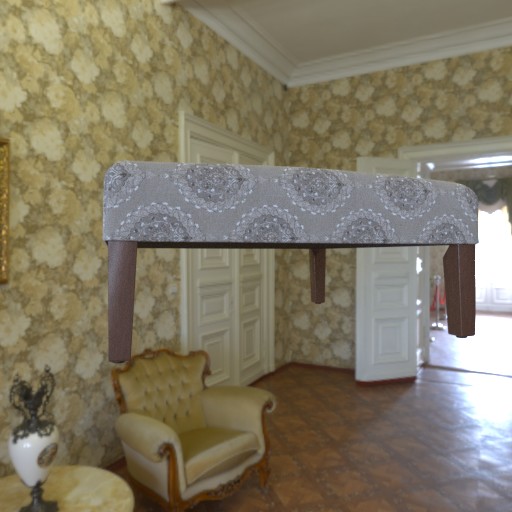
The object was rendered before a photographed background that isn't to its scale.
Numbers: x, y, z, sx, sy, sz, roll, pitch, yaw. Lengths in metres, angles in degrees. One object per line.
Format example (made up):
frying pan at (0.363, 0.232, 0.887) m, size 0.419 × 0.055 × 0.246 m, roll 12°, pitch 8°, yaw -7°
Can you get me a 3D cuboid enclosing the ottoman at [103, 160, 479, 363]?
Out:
ottoman at (0.000, 0.000, 1.382) m, size 0.890 × 0.411 × 0.889 m, roll 0°, pitch 0°, yaw -18°
